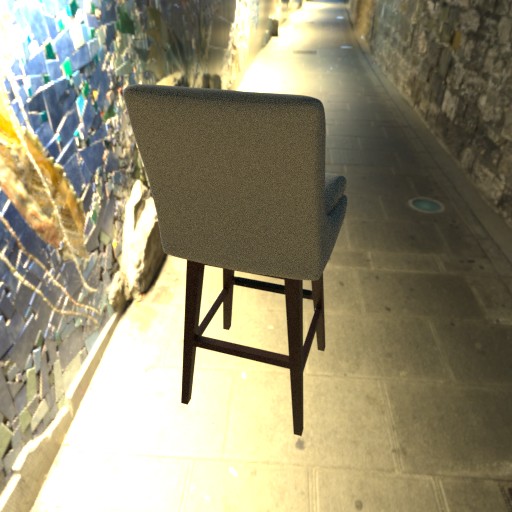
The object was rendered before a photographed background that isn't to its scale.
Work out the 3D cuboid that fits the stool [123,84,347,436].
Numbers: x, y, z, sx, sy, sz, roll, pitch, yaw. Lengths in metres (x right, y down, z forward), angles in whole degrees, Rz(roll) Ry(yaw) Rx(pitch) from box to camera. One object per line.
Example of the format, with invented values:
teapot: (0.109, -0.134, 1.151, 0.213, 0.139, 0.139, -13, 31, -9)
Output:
stool: (0.000, 0.000, 1.388, 0.483, 1.093, 0.559, 10, 34, 15)
